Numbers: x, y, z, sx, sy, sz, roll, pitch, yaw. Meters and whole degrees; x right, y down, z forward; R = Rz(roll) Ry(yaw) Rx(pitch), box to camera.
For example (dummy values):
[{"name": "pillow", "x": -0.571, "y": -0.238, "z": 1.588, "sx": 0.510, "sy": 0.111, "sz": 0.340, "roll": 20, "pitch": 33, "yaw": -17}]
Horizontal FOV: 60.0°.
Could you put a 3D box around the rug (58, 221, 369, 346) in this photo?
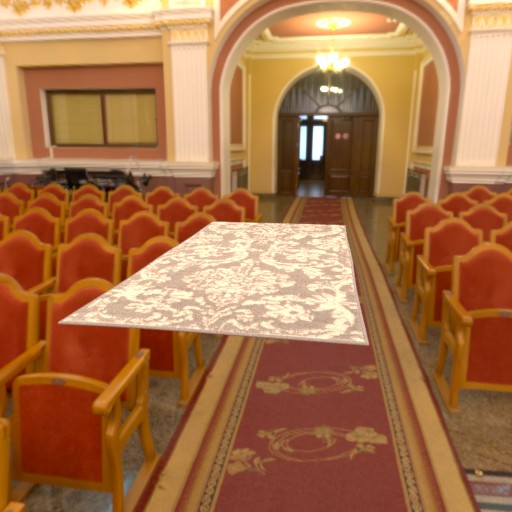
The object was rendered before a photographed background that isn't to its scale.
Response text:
[{"name": "rug", "x": 0.000, "y": 0.000, "z": 1.416, "sx": 0.604, "sy": 0.007, "sz": 1.219, "roll": 2, "pitch": 14, "yaw": 9}]
